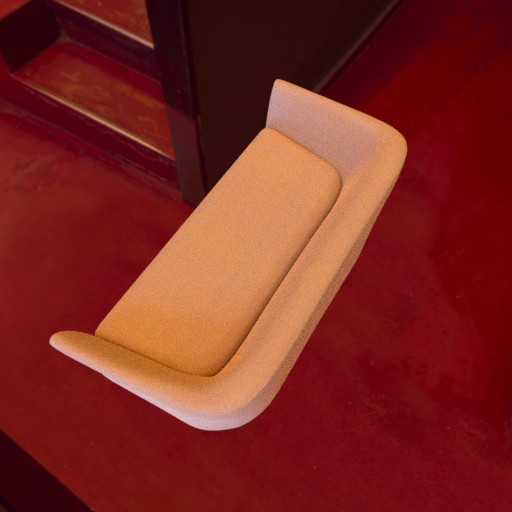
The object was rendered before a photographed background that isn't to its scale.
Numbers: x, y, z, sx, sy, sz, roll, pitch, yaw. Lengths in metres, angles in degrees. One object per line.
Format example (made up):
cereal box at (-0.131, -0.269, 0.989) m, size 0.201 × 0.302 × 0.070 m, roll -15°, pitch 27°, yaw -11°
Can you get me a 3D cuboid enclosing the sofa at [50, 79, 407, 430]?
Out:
sofa at (0.000, 0.000, 1.830) m, size 0.705 × 0.721 × 1.452 m, roll 29°, pitch 66°, yaw 14°
